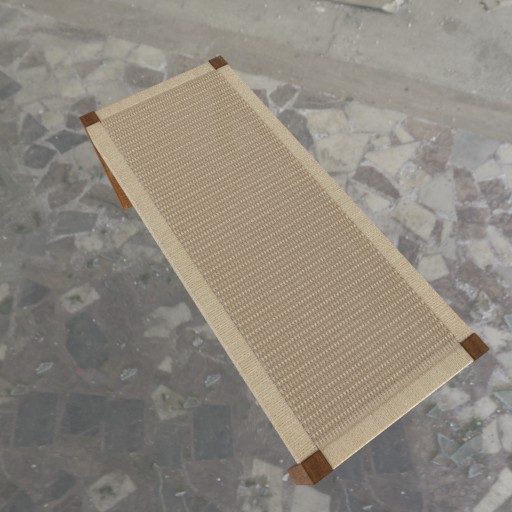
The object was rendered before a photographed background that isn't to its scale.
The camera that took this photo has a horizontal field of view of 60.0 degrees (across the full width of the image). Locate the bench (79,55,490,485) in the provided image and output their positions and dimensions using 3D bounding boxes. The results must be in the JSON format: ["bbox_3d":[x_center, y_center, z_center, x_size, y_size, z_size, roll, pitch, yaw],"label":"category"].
[{"bbox_3d":[0.000,0.000,1.392,0.507,0.457,1.198,-30,67,-15],"label":"bench"}]
